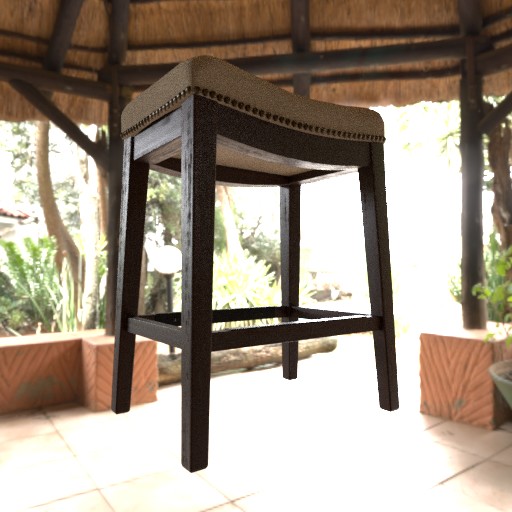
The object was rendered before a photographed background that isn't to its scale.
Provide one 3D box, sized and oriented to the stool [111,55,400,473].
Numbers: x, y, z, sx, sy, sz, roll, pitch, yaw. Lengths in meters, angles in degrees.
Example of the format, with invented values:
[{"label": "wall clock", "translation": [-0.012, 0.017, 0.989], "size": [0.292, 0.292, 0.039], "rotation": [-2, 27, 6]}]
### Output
[{"label": "stool", "translation": [0.000, 0.000, 0.966], "size": [0.509, 0.669, 0.363], "rotation": [1, -2, -36]}]
